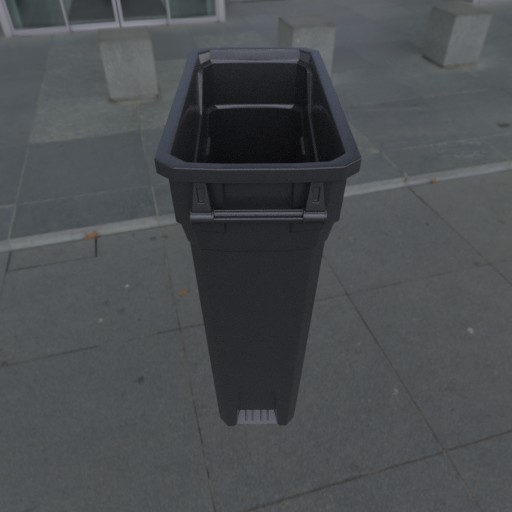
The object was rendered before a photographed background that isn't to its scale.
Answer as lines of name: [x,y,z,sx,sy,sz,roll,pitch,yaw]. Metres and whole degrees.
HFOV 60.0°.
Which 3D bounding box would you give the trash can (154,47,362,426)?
trash can: [0.000,0.000,1.029,0.281,0.762,0.559,0,41,-1]
